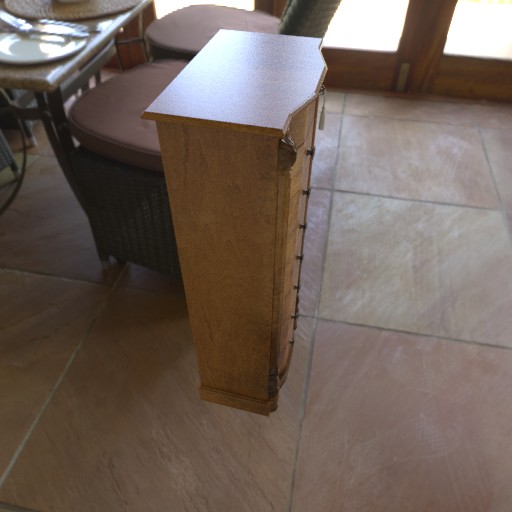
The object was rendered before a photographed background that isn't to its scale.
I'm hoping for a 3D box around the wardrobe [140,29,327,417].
[{"bbox_3d":[0.000,0.000,1.152,0.273,0.959,0.406,10,46,10],"label":"wardrobe"}]
